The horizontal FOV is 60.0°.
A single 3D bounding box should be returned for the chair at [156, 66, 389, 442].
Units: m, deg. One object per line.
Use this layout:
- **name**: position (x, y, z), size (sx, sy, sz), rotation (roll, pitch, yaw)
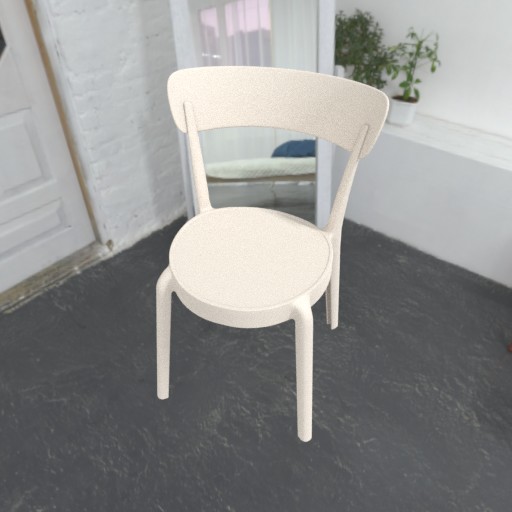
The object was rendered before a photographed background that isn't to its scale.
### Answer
- **chair**: position (0.000, 0.000, 1.139), size (0.506, 0.790, 0.491), rotation (12, 42, 13)
